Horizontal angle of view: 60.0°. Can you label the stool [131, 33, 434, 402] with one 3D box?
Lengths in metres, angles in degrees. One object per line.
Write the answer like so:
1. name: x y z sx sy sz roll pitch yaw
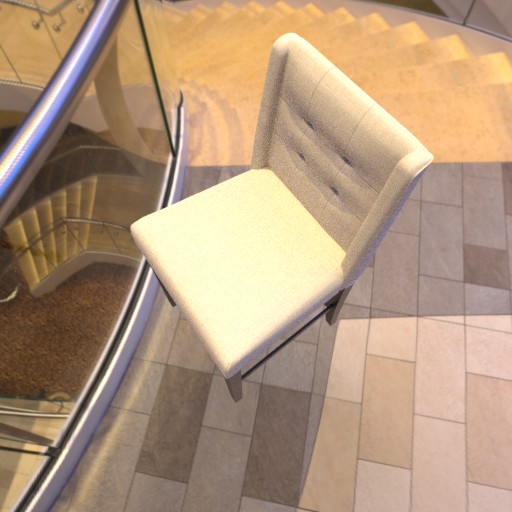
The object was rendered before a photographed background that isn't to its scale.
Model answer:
1. stool: 0.000 0.000 1.232 0.509 0.939 0.474 -32 67 -15
